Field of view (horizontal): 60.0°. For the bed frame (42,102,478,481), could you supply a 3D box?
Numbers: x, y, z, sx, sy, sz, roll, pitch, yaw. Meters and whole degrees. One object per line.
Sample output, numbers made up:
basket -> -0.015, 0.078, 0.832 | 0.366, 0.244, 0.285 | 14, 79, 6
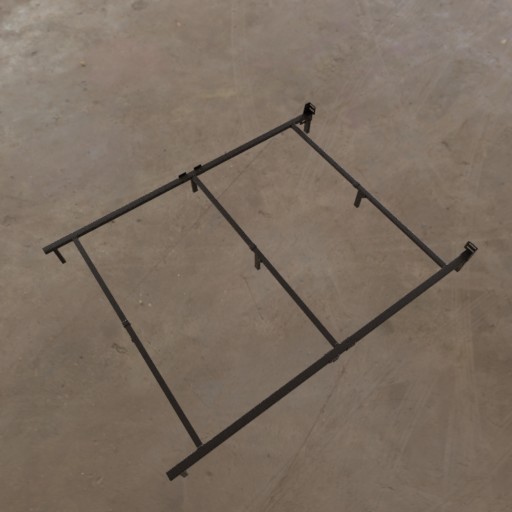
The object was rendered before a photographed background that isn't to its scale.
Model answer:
bed frame -> 0.000, 0.000, 2.598 | 1.990, 0.248, 1.498 | -32, 64, -17
